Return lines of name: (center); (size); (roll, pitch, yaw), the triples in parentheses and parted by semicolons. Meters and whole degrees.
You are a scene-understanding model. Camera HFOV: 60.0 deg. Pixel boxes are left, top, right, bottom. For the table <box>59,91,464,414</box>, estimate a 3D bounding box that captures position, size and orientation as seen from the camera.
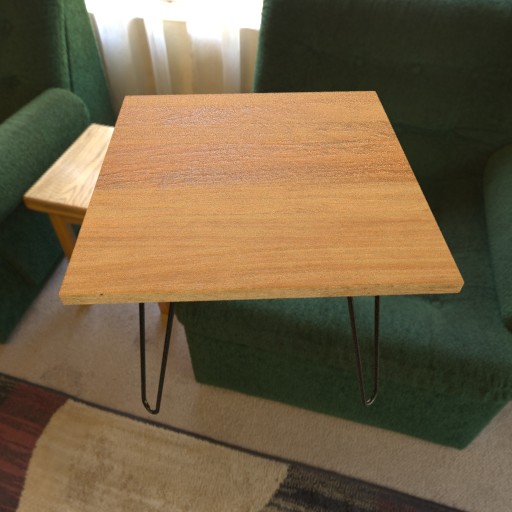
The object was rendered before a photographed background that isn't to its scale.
table: (0.000, 0.000, 1.037); (0.599, 0.500, 0.599); (-2, 47, -2)
